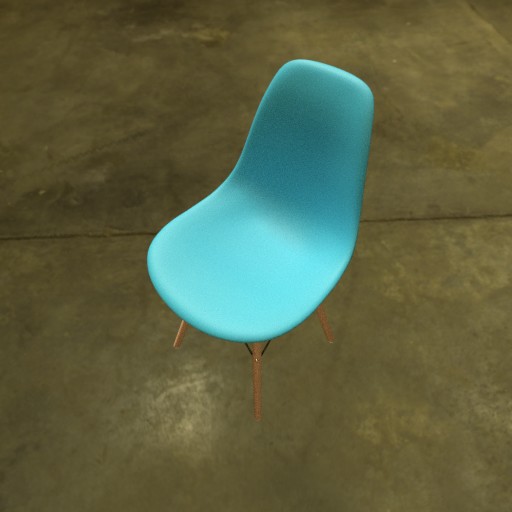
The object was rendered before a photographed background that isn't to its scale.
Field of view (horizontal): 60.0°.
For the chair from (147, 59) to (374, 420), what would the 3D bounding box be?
[{"bbox_3d":[0.000,0.000,1.166,0.470,0.826,0.531,33,55,27],"label":"chair"}]
